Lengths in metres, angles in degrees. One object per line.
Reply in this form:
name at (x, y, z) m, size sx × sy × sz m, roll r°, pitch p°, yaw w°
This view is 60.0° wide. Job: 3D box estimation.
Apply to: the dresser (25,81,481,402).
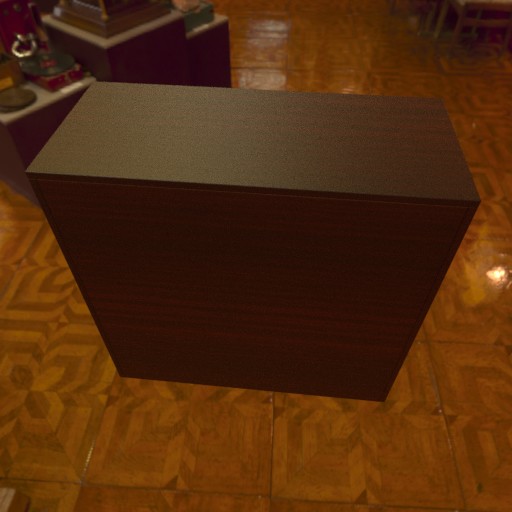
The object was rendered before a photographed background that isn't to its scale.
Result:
dresser at (0.000, 0.000, 1.108) m, size 0.750 × 0.720 × 0.360 m, roll 4°, pitch 47°, yaw 4°
